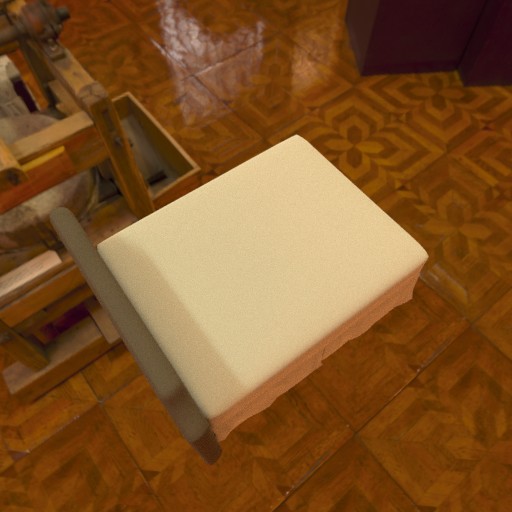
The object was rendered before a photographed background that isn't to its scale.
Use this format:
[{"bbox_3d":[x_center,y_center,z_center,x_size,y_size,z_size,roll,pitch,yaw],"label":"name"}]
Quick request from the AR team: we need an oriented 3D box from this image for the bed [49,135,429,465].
[{"bbox_3d":[0.000,0.000,3.319,2.181,1.297,1.831,-32,65,-18],"label":"bed"}]
